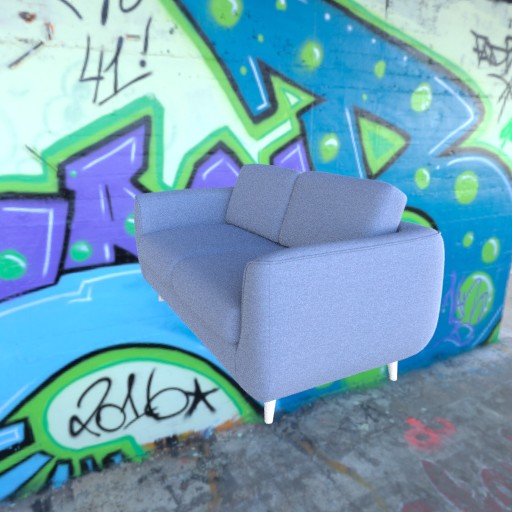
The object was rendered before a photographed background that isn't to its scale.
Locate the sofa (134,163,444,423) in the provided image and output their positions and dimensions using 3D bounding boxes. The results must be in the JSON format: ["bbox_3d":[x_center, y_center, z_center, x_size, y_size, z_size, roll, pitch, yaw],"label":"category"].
[{"bbox_3d":[0.000,0.000,2.259,0.920,0.850,1.700,-8,18,-27],"label":"sofa"}]
